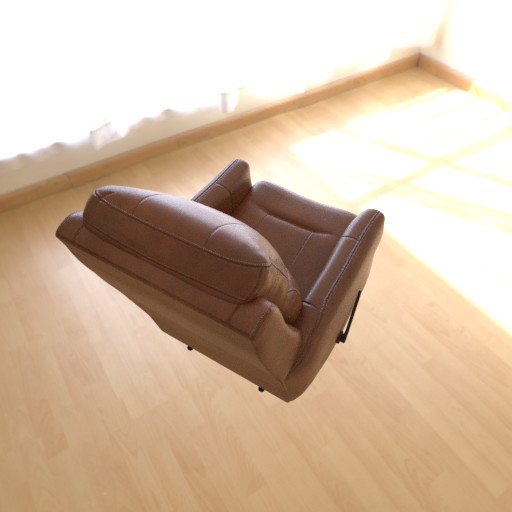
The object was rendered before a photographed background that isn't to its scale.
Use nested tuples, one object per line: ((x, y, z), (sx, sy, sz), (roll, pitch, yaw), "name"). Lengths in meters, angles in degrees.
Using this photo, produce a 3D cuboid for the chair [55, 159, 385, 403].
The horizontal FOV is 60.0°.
((0.000, 0.000, 1.735), (0.821, 1.016, 1.072), (25, 52, 21), "chair")
